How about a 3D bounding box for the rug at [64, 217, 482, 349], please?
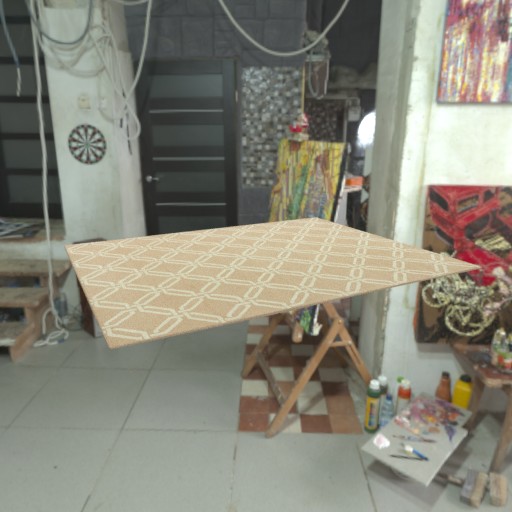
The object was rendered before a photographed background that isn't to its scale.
[{"bbox_3d":[0.000,0.000,3.869,2.895,0.018,2.288,-8,18,-27],"label":"rug"}]
